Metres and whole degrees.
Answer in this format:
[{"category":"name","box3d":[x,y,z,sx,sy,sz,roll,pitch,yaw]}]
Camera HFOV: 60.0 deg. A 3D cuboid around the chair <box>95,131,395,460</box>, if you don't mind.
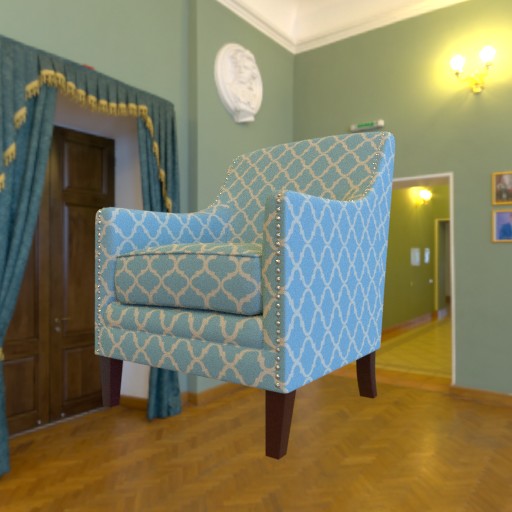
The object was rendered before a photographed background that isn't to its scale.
[{"category":"chair","box3d":[0.000,0.000,1.312,0.617,0.817,0.686,0,0,35]}]
